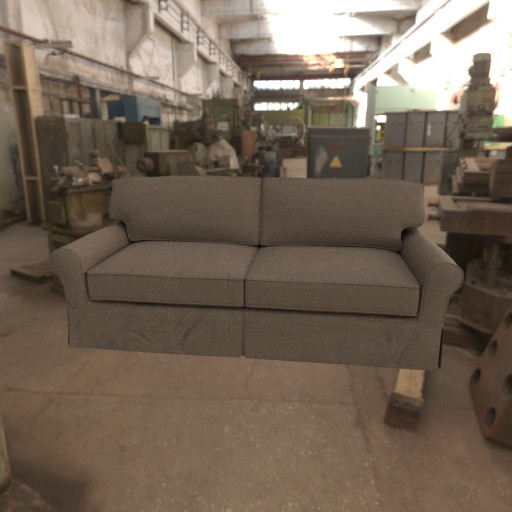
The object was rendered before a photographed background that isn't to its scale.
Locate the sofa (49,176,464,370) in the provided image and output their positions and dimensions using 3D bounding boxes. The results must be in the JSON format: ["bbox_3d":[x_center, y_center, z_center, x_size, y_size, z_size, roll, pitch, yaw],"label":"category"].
[{"bbox_3d":[0.000,0.000,2.811,2.248,0.943,0.991,2,16,7],"label":"sofa"}]
